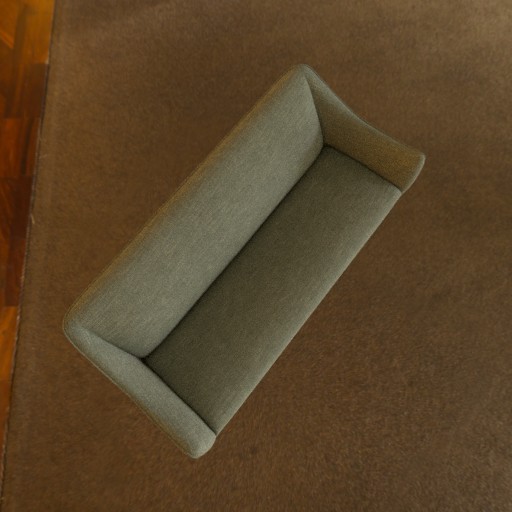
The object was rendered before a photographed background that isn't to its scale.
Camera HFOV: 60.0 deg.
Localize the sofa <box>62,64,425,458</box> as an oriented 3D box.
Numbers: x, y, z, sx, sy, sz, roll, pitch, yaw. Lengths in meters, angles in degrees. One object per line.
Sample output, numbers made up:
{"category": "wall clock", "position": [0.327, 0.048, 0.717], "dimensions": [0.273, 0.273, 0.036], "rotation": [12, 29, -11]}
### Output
{"category": "sofa", "position": [0.000, 0.000, 2.427], "dimensions": [0.867, 0.829, 1.928], "rotation": [38, 78, 10]}
